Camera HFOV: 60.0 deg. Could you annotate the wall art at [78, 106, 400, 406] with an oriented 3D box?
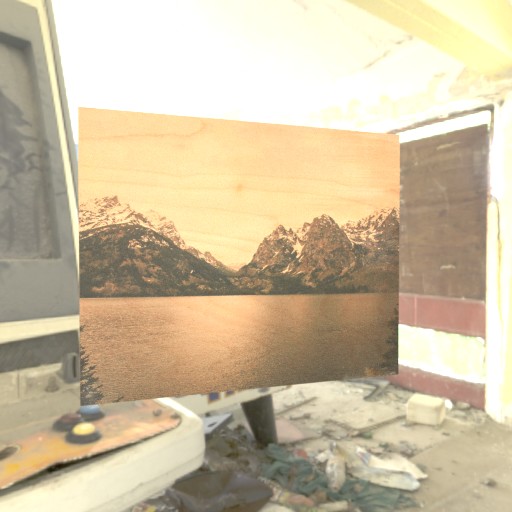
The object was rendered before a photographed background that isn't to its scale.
[{"bbox_3d":[0.000,0.000,0.683,0.508,0.408,0.010,0,1,-17],"label":"wall art"}]
